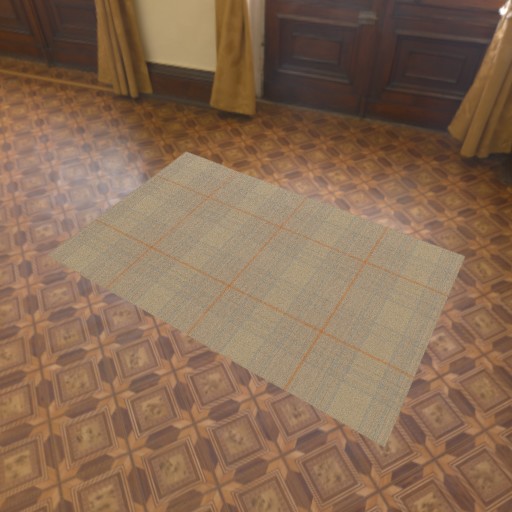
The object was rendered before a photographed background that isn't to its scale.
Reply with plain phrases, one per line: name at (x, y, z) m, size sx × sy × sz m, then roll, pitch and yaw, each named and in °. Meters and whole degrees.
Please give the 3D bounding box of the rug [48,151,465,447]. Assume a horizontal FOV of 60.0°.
rug at (0.000, 0.000, 3.053) m, size 2.442 × 0.016 × 1.527 m, roll 24°, pitch 51°, yaw 22°
